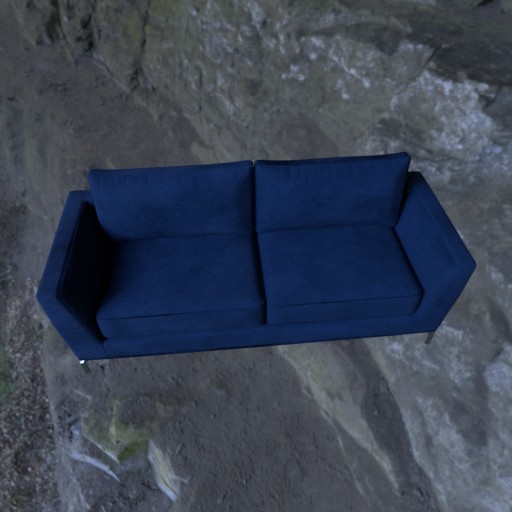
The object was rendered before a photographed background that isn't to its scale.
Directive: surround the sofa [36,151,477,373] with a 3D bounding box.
[{"bbox_3d":[0.000,0.000,2.654,2.212,0.998,0.853,-4,46,-4],"label":"sofa"}]
